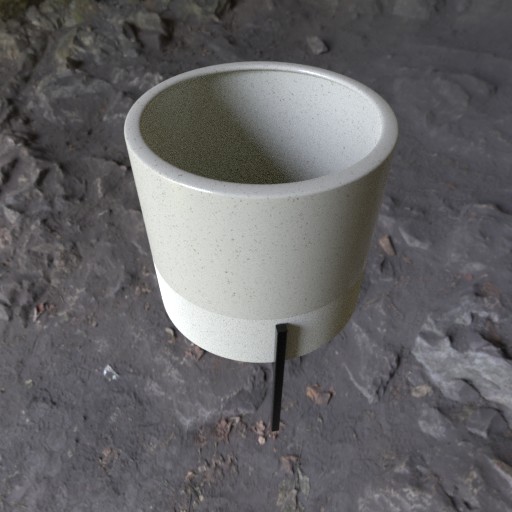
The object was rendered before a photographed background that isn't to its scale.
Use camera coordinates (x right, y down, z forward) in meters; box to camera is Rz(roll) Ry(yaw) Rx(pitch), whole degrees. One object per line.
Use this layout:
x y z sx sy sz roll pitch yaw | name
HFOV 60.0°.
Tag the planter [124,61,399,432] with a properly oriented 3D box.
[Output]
0.000 0.000 0.332 0.159 0.230 0.152 16 47 16 | planter
